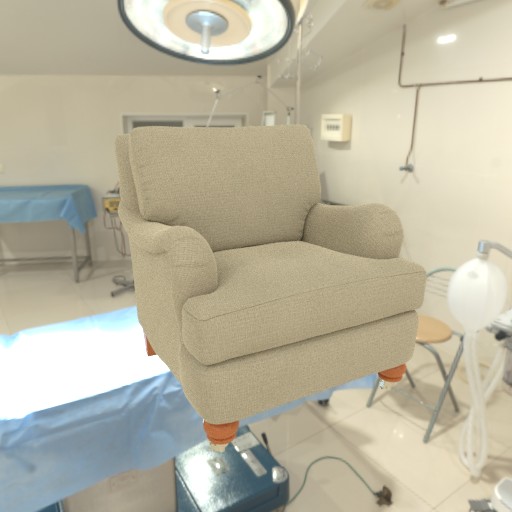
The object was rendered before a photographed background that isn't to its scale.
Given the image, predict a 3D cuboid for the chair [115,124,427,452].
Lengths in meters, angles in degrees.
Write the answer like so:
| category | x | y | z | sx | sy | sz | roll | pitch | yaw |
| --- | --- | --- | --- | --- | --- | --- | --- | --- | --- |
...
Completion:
| category | x | y | z | sx | sy | sz | roll | pitch | yaw |
| --- | --- | --- | --- | --- | --- | --- | --- | --- | --- |
| chair | 0.000 | 0.000 | 1.854 | 0.955 | 1.038 | 1.070 | -9 | 20 | -26 |
